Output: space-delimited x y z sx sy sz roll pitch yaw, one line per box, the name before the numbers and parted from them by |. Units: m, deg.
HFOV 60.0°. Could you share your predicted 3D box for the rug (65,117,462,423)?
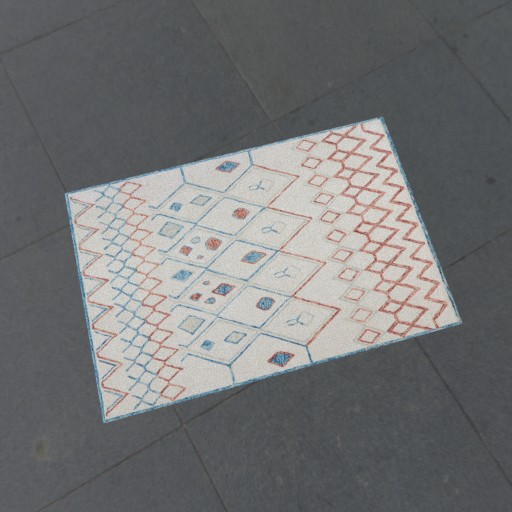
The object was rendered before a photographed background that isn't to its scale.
rug | 0.000 0.000 2.326 1.829 0.016 1.219 -15 76 -4
